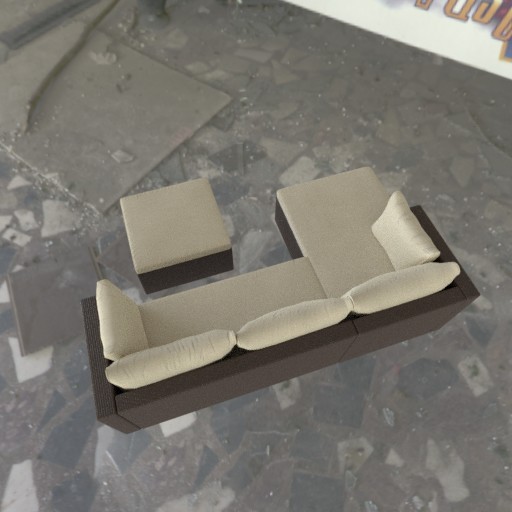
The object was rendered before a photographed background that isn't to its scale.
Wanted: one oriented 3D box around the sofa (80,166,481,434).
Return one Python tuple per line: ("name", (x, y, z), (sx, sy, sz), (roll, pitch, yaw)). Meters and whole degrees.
("sofa", (0.000, 0.000, 2.970), (2.192, 0.766, 1.612), (-16, 59, -10))
